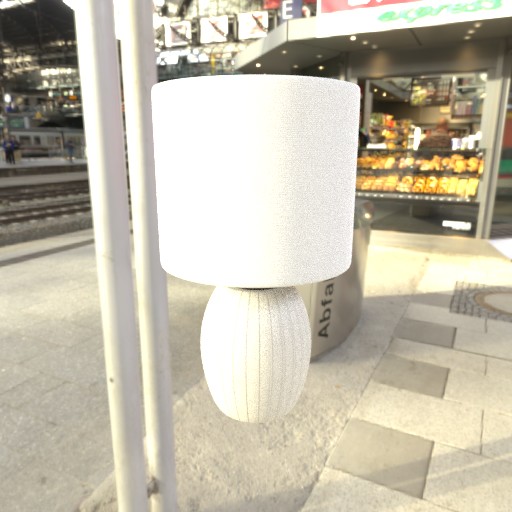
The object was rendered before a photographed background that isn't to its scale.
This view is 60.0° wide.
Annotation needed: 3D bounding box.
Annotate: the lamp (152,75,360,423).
[{"bbox_3d":[0.000,0.000,0.778,0.328,0.570,0.328,0,14,0],"label":"lamp"}]
